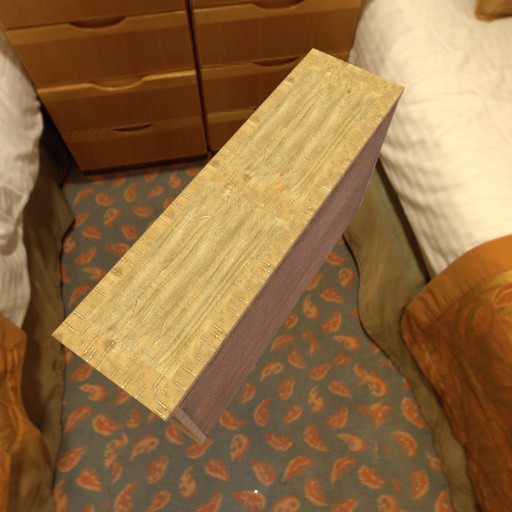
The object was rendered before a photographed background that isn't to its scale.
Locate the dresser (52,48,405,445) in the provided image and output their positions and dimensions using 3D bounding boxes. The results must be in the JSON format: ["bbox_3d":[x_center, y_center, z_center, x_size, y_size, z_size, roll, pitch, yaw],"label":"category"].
[{"bbox_3d":[0.000,0.000,2.093,0.457,1.016,1.626,30,66,15],"label":"dresser"}]
